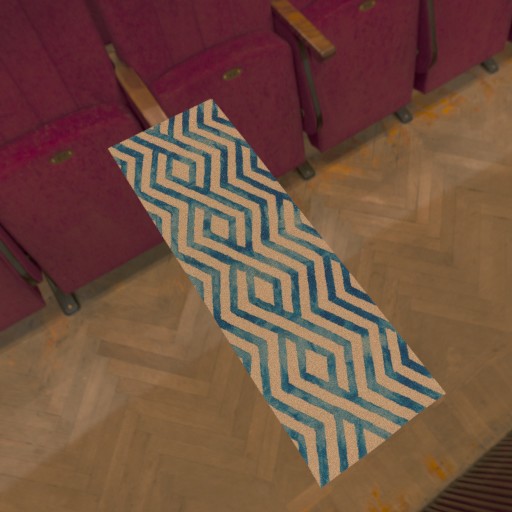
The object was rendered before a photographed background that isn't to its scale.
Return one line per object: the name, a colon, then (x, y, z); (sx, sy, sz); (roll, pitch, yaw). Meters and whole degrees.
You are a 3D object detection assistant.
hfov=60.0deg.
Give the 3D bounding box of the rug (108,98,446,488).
rug: (0.000, 0.000, 1.637); (0.503, 0.007, 1.492); (-30, 69, -13)
